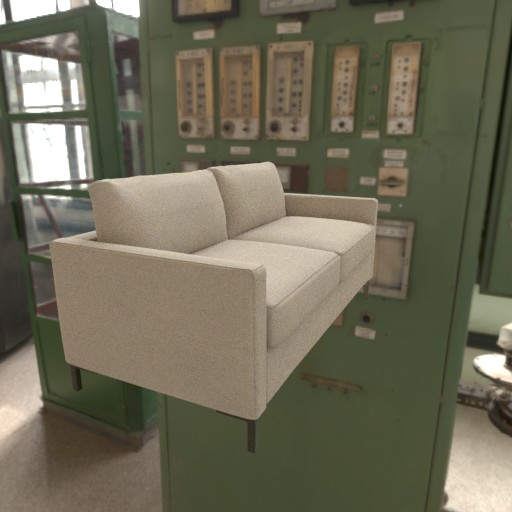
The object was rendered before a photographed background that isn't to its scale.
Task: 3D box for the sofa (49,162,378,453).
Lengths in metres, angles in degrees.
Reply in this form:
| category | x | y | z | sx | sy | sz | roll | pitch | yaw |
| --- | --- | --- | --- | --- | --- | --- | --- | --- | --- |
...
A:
| category | x | y | z | sx | sy | sz | roll | pitch | yaw |
| --- | --- | --- | --- | --- | --- | --- | --- | --- | --- |
| sofa | 0.000 | 0.000 | 2.186 | 0.875 | 0.840 | 1.682 | 8 | 17 | 26 |
